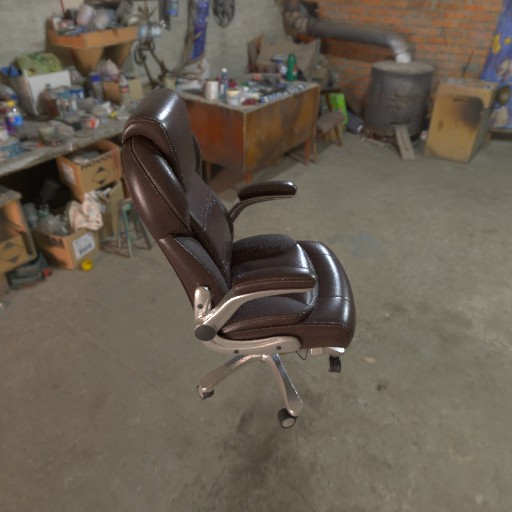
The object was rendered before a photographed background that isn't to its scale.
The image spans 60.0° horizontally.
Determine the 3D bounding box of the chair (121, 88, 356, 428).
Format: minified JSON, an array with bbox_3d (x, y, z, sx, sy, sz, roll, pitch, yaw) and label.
[{"bbox_3d":[0.000,0.000,1.678,0.774,1.160,0.733,0,32,-1],"label":"chair"}]
